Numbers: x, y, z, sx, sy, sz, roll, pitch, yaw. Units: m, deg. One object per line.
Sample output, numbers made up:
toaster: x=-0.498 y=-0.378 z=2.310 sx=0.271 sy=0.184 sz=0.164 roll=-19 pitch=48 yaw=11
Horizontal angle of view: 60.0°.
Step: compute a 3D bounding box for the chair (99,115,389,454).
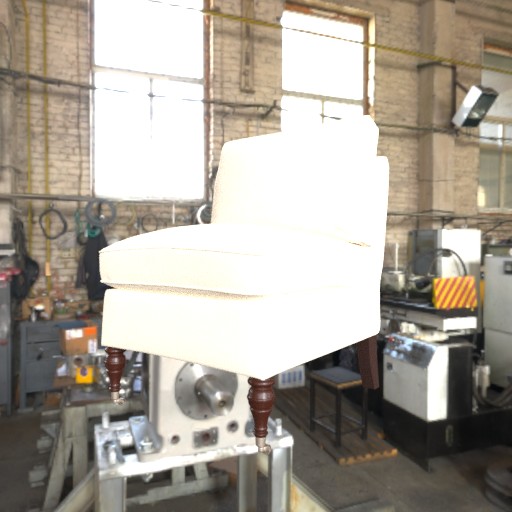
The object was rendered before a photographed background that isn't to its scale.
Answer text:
chair: x=0.000 y=0.000 z=1.406 sx=0.630 sy=0.887 sz=0.781 roll=1 pitch=1 yaw=37
